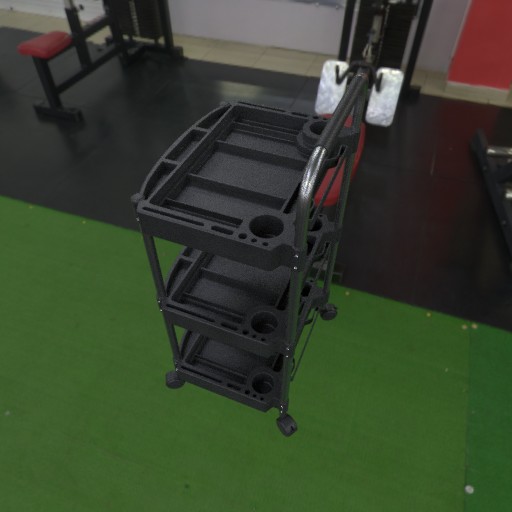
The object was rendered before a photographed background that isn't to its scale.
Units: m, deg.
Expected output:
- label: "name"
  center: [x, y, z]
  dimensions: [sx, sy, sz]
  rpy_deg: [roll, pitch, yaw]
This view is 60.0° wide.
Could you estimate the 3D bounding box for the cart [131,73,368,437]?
- label: "cart"
  center: [0.000, 0.000, 1.378]
  dimensions: [0.518, 1.075, 0.584]
  rpy_deg: [16, 49, 15]
